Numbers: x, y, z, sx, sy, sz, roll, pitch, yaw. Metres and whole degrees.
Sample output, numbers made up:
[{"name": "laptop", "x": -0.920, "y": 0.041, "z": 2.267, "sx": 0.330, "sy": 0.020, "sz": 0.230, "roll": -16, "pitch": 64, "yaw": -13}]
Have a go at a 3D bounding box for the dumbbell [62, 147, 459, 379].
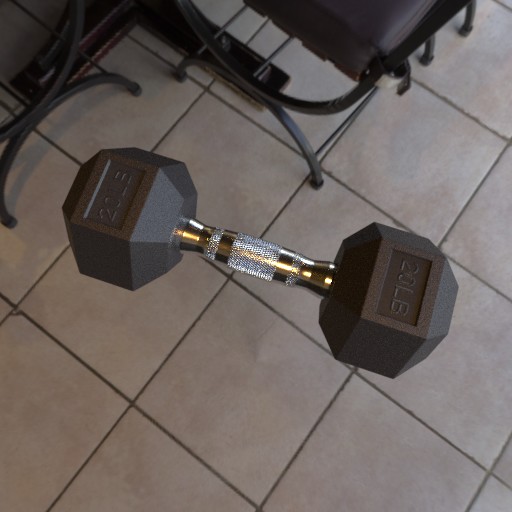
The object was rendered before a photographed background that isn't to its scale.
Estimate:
[{"name": "dumbbell", "x": 0.000, "y": 0.000, "z": 0.326, "sx": 0.272, "sy": 0.092, "sz": 0.106, "roll": 18, "pitch": 77, "yaw": 4}]
